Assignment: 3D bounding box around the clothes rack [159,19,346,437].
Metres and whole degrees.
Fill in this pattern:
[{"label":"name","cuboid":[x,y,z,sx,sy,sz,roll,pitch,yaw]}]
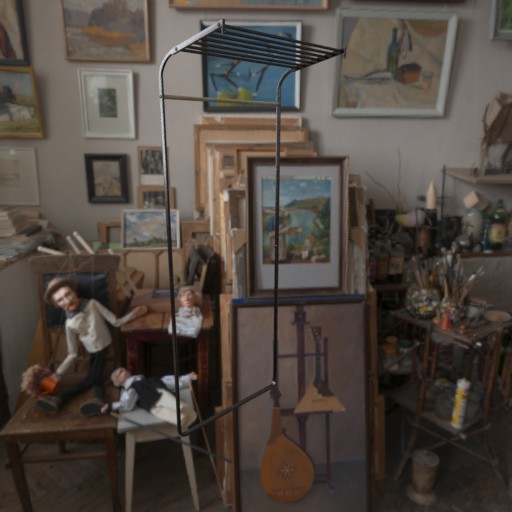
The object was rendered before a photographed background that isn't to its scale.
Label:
[{"label":"clothes rack","cuboid":[0.000,0.000,1.783,0.609,1.574,0.349,-14,21,-42]}]
